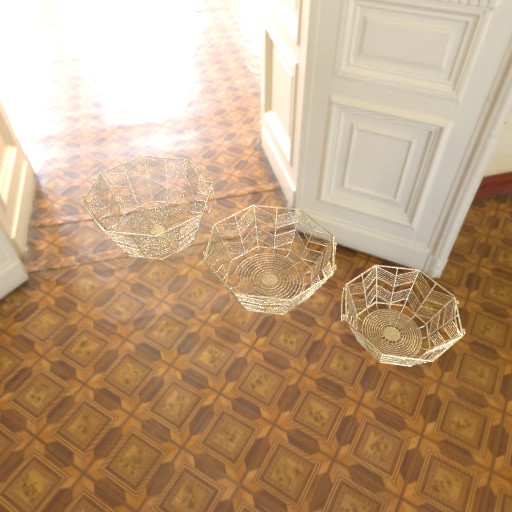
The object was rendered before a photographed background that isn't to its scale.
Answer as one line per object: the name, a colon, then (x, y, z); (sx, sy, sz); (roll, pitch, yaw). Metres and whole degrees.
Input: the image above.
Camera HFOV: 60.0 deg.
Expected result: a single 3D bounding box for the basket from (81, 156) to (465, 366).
basket: (0.000, 0.000, 1.383); (1.246, 0.178, 0.432); (23, 51, 20)
